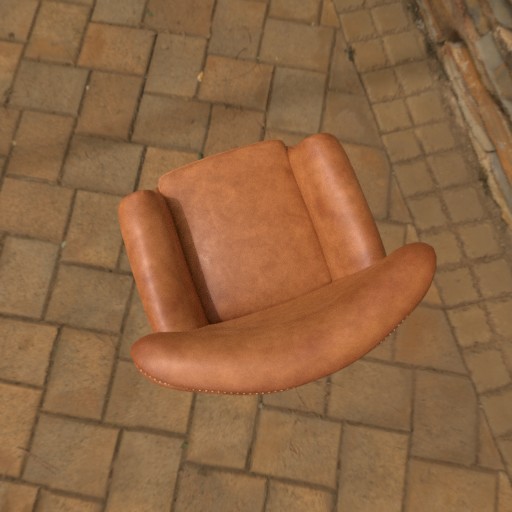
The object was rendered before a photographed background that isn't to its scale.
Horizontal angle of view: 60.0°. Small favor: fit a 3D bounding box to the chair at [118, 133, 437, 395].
[{"bbox_3d":[0.000,0.000,1.638,0.861,0.936,0.921,-19,76,-5],"label":"chair"}]
